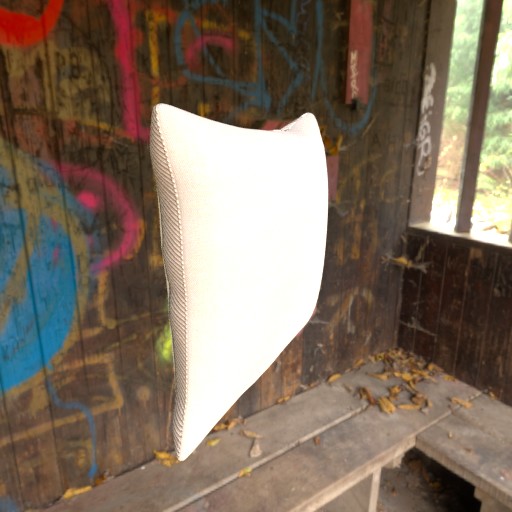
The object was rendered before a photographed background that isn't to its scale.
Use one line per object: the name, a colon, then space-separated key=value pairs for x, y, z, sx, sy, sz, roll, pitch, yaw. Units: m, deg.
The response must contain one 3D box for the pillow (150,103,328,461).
pillow: x=0.000 y=0.000 z=0.637 sx=0.173 sy=0.401 sz=0.416 roll=8 pitch=18 yaw=25
